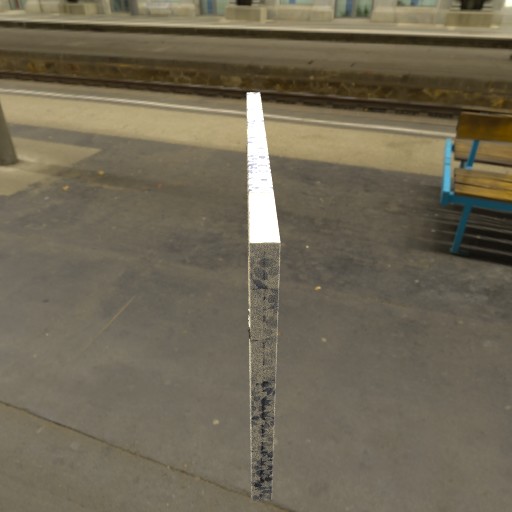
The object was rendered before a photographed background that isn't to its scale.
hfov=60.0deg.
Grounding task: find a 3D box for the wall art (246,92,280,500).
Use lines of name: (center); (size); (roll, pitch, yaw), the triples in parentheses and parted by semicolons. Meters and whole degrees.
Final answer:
wall art: (0.000, 0.000, 0.751); (0.030, 0.406, 0.608); (-1, 32, -1)
